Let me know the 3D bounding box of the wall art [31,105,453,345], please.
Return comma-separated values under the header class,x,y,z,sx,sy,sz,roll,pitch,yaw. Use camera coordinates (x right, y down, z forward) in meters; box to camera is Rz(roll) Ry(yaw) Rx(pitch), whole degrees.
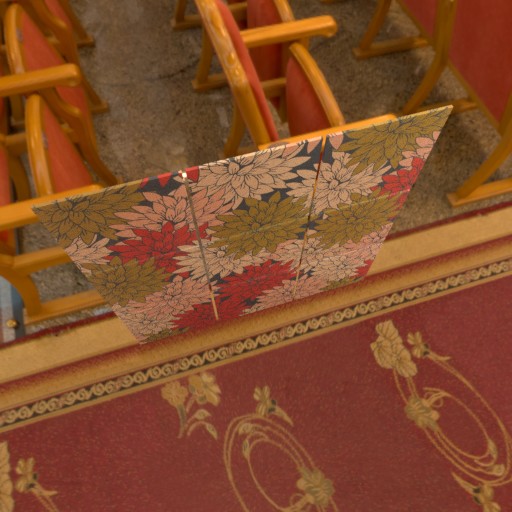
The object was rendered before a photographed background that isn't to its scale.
class,x,y,z,sx,sy,sz,roll,pitch,yaw
wall art,0.000,0.000,2.212,1.519,1.534,0.013,-15,63,-8
